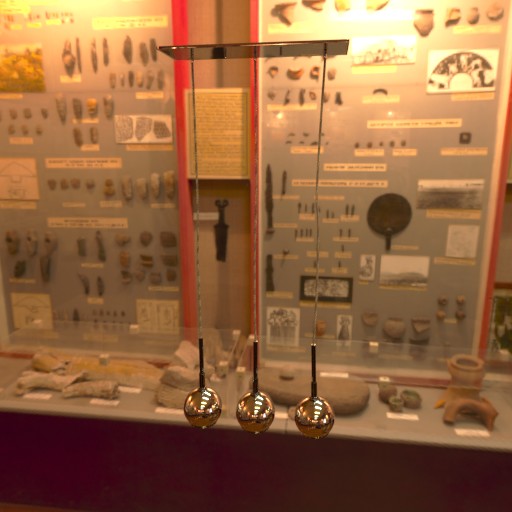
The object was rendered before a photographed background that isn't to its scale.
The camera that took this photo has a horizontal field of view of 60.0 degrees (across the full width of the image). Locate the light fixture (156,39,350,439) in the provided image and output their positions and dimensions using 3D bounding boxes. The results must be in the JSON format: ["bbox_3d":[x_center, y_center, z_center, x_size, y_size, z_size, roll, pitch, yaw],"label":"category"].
[{"bbox_3d":[0.000,0.000,1.632,0.623,1.408,0.188,2,14,9],"label":"light fixture"}]
